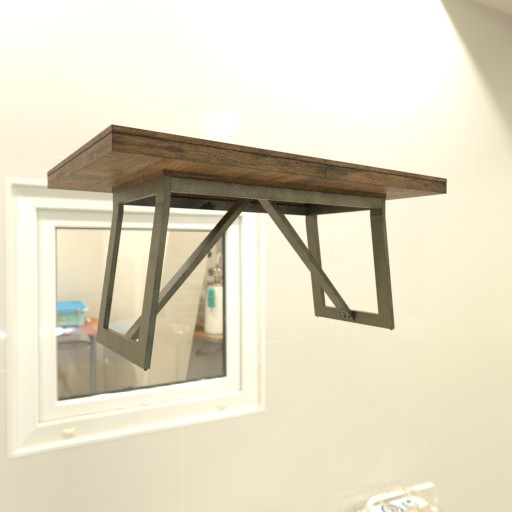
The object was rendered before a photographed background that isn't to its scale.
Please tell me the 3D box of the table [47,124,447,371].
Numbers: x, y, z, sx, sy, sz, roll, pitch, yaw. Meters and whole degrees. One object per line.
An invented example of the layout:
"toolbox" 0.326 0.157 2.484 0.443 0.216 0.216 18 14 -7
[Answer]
"table" 0.000 0.000 2.091 1.641 0.757 0.931 -1 1 -35
